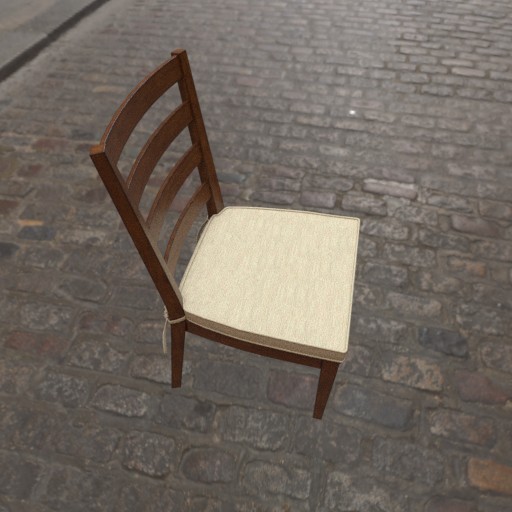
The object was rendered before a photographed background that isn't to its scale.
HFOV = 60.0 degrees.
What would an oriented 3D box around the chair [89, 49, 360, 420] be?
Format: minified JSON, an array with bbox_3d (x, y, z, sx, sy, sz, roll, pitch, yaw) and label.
[{"bbox_3d":[0.000,0.000,1.331,0.595,0.979,0.593,9,48,9],"label":"chair"}]
